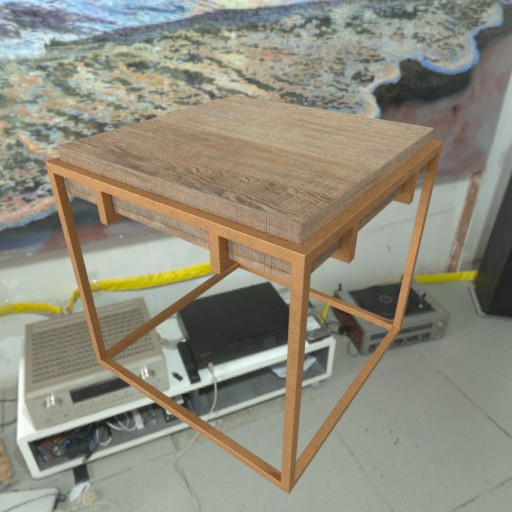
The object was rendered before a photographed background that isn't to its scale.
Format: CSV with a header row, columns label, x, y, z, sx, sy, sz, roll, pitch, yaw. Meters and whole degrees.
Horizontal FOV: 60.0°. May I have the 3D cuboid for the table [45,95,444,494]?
label,x,y,z,sx,sy,sz,roll,pitch,yaw
table,0.000,0.000,1.072,0.599,0.584,0.599,21,38,30
